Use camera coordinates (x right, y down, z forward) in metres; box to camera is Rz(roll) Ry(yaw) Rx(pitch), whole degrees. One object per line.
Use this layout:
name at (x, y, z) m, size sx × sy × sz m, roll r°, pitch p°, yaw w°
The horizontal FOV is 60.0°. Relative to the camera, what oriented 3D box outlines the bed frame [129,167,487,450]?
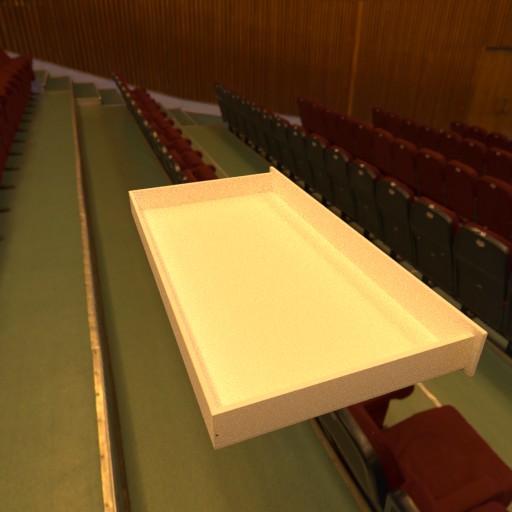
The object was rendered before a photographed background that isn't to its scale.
bed frame at (0.000, 0.000, 1.499) m, size 0.670 × 0.141 × 1.300 m, roll -11°, pitch 32°, yaw -18°
